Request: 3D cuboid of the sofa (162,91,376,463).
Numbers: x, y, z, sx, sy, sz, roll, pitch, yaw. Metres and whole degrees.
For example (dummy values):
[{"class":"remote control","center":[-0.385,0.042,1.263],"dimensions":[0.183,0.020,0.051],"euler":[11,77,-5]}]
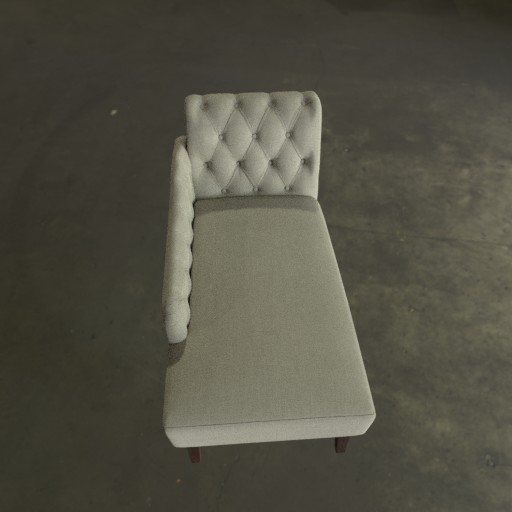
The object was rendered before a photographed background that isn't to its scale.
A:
[{"class":"sofa","center":[0.000,0.000,1.813],"dimensions":[0.675,0.787,1.379],"euler":[-3,47,-3]}]
